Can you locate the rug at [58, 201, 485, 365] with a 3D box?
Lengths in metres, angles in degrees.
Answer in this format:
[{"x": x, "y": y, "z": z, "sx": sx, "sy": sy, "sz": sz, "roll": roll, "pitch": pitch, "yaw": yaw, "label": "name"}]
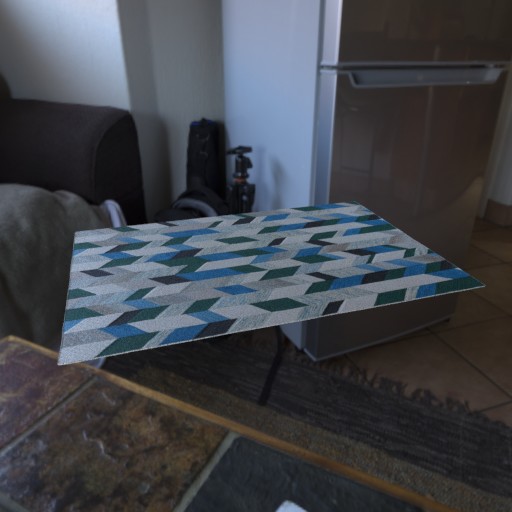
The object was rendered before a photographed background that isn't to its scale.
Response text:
[{"x": 0.000, "y": 0.000, "z": 2.305, "sx": 1.827, "sy": 0.005, "sz": 1.229, "roll": -8, "pitch": 27, "yaw": -15, "label": "rug"}]
